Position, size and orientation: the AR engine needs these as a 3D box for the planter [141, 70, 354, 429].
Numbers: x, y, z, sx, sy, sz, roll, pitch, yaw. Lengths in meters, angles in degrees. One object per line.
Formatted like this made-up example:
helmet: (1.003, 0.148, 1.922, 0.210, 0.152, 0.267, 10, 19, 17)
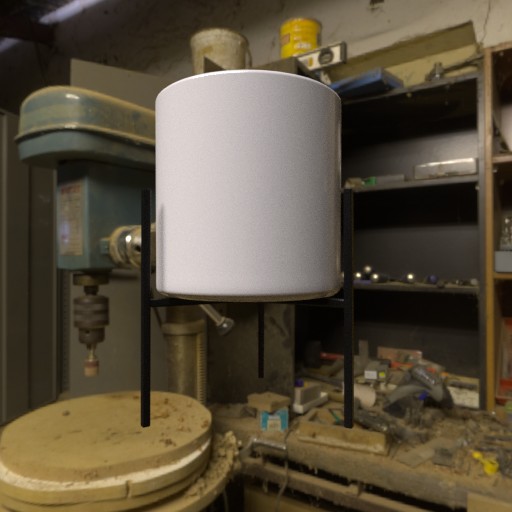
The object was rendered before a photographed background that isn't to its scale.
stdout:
planter: (0.000, 0.000, 0.523, 0.239, 0.356, 0.239, 0, -1, 34)
